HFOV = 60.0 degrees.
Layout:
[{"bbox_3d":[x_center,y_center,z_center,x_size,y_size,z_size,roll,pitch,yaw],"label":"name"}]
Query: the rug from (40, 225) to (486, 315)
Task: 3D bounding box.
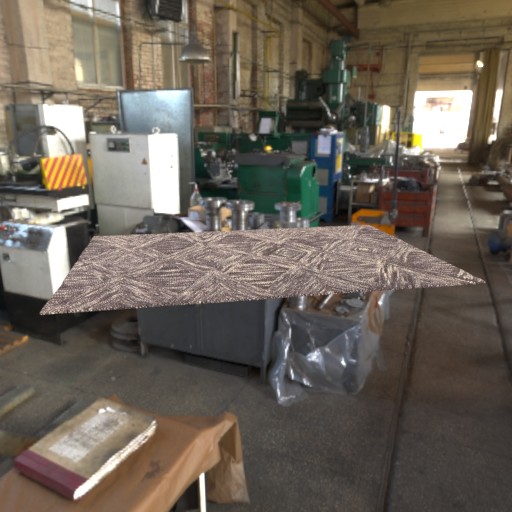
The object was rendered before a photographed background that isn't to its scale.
[{"bbox_3d":[0.000,0.000,2.318,1.814,0.012,1.186,-3,16,-10],"label":"rug"}]
